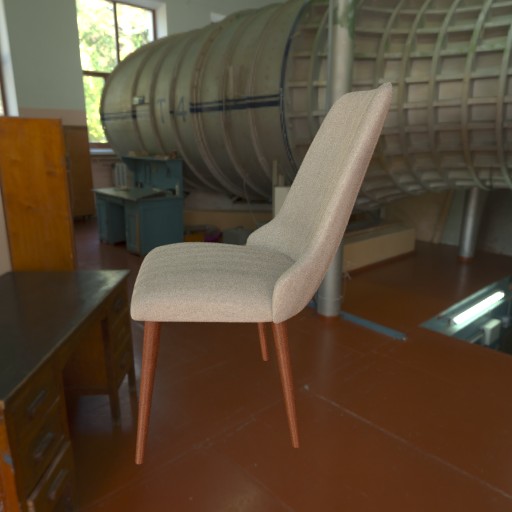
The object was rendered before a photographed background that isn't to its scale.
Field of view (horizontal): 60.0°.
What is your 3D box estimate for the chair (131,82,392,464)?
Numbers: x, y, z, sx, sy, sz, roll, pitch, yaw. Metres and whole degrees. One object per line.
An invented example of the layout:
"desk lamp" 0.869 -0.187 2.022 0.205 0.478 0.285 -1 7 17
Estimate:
"chair" 0.000 0.000 1.270 0.684 0.917 0.526 -2 15 -8
